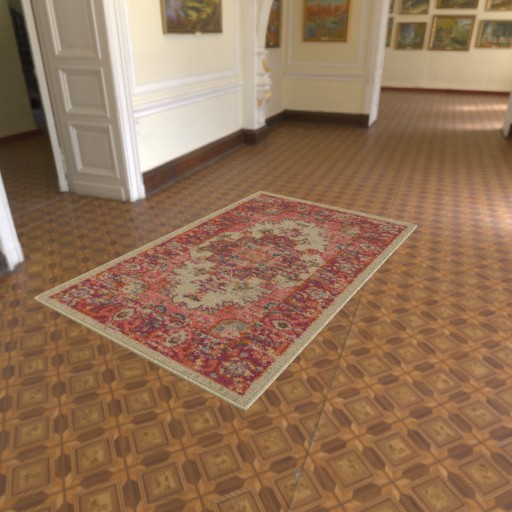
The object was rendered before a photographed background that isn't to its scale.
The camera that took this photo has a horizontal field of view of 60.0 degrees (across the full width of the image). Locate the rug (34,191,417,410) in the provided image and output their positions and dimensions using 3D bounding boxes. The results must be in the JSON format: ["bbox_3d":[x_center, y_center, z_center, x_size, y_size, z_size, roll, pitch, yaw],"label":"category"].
[{"bbox_3d":[0.000,0.000,1.120,0.556,0.004,0.868,17,31,30],"label":"rug"}]
